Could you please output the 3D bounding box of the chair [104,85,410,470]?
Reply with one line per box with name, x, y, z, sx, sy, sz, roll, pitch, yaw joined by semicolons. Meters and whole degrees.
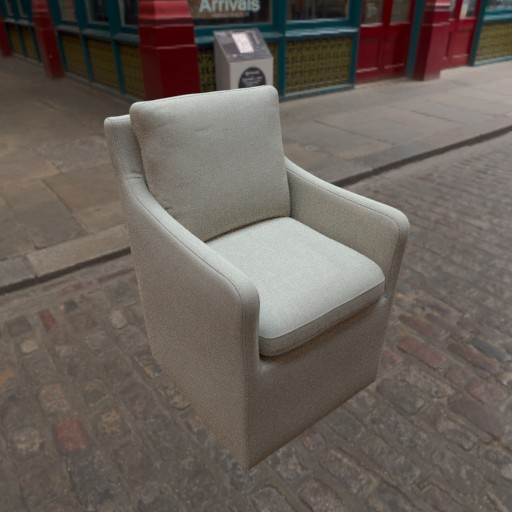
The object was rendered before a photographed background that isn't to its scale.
chair;0.000;0.000;1.386;0.626;0.914;0.694;-21;37;-32
